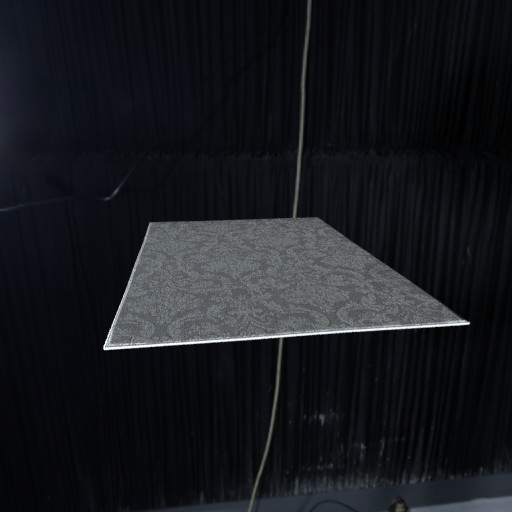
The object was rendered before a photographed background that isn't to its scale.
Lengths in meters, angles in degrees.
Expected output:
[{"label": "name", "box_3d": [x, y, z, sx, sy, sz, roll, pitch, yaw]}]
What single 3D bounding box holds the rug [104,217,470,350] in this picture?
[{"label": "rug", "box_3d": [0.000, 0.000, 3.447, 1.819, 0.018, 2.746, -2, 17, -8]}]
